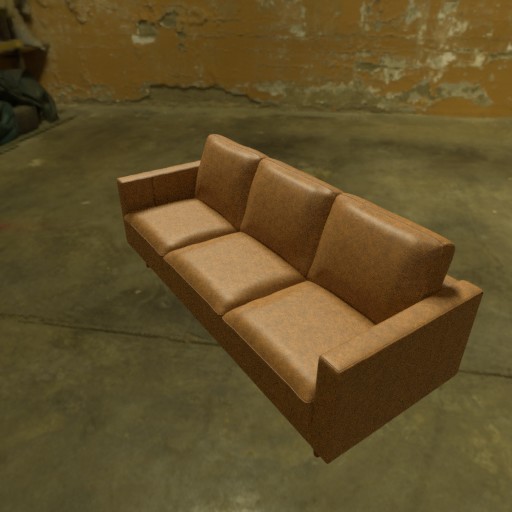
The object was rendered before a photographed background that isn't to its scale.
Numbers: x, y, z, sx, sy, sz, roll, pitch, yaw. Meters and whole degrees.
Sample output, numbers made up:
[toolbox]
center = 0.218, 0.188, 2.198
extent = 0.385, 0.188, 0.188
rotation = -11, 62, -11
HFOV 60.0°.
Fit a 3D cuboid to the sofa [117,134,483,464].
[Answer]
[sofa]
center = 0.000, 0.000, 2.625
extent = 0.903, 0.930, 2.231
rotation = -20, 36, -29
